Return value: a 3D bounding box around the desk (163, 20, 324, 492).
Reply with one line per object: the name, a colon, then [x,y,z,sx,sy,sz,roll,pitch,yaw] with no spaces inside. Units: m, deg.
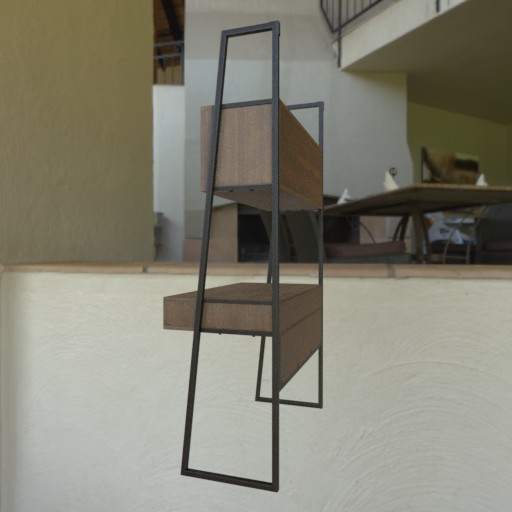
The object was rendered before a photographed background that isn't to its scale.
desk: [0.000,0.000,2.240,0.515,1.809,0.982,0,1,19]
